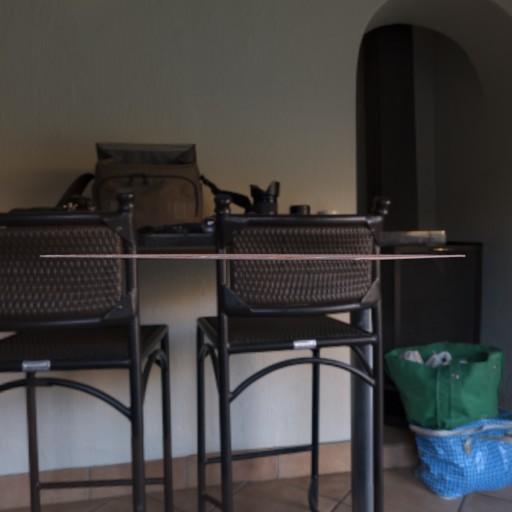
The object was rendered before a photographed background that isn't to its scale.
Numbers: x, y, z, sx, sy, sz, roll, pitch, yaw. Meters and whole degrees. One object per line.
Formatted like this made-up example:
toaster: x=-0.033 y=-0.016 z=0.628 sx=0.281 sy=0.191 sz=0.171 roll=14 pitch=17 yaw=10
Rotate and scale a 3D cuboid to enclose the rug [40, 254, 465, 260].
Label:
rug: x=0.000 y=0.000 z=4.099 sx=3.092 sy=0.023 sz=2.479 roll=0 pitch=1 yaw=37
